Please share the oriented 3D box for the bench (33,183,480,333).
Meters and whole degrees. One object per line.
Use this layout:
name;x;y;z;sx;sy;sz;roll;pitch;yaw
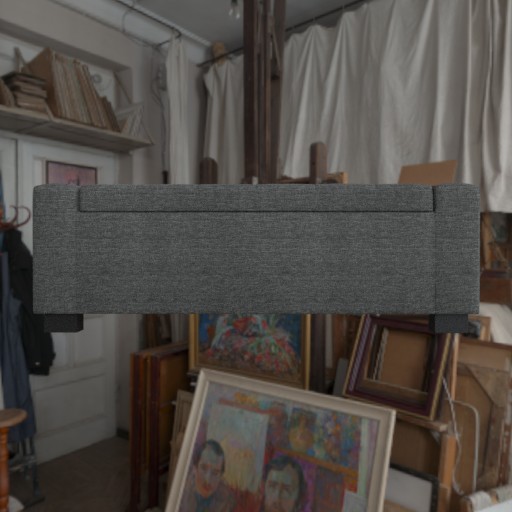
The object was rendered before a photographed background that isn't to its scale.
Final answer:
bench;0.000;0.000;1.523;1.296;0.445;0.508;0;1;0
